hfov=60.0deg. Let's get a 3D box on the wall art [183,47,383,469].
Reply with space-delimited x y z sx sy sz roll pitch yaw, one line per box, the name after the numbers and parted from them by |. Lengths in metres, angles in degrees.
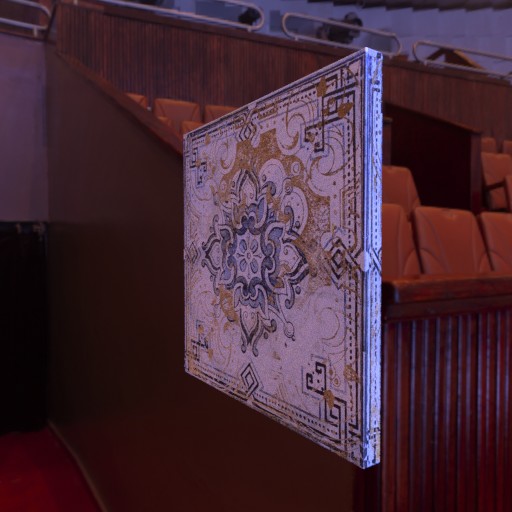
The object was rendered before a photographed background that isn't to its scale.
0.000 0.000 0.897 0.036 0.607 0.609 -1 2 -34 | wall art
